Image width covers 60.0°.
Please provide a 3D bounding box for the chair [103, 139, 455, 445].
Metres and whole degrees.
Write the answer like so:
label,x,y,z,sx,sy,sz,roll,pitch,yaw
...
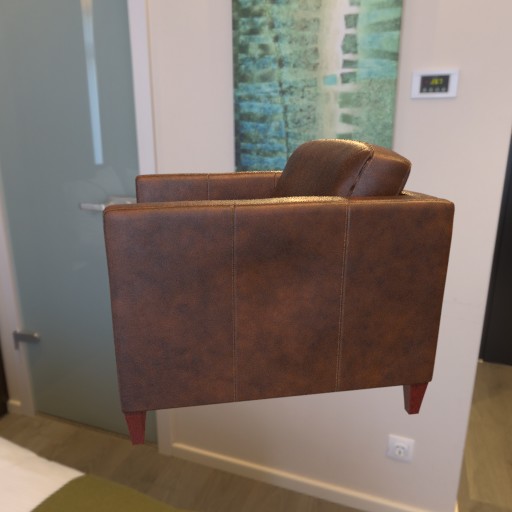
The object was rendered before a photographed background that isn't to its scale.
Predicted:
label,x,y,z,sx,sy,sz,roll,pitch,yaw
chair,0.000,0.000,1.695,0.975,0.864,0.990,-3,16,-9
